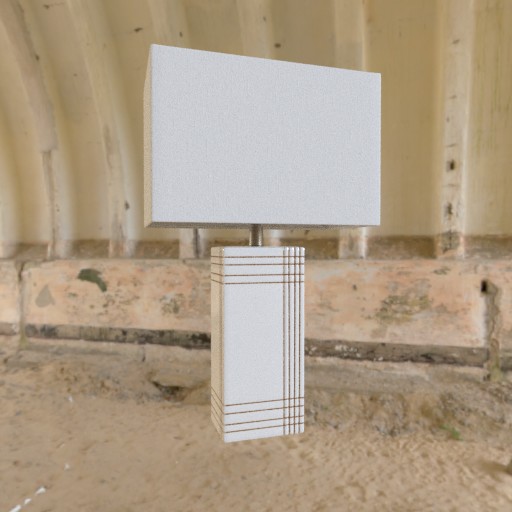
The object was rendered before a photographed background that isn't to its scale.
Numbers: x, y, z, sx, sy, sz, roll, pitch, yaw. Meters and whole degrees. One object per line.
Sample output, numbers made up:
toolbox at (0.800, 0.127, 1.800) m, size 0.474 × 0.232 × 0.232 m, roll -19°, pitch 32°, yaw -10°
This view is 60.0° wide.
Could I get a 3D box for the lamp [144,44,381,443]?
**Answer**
lamp at (0.000, 0.000, 0.700) m, size 0.334 × 0.543 × 0.182 m, roll 0°, pitch 1°, yaw -17°
